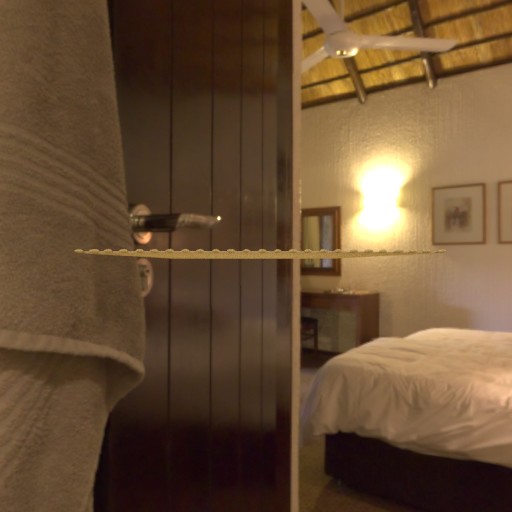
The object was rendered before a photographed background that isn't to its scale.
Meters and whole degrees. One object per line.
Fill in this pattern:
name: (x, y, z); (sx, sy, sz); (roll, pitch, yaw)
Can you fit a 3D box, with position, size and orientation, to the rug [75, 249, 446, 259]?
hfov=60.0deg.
rug: (0.000, 0.000, 3.029); (1.540, 0.018, 2.435); (0, -1, -1)
